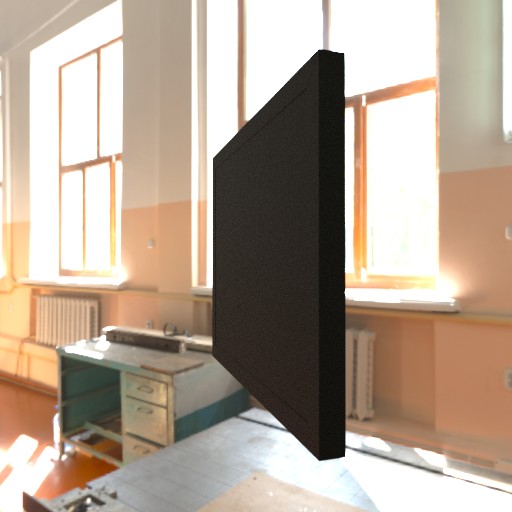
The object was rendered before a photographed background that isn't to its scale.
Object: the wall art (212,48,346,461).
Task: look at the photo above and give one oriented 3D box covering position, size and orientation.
[{"bbox_3d":[0.000,0.000,0.549,0.024,0.329,0.404,0,0,-18],"label":"wall art"}]
